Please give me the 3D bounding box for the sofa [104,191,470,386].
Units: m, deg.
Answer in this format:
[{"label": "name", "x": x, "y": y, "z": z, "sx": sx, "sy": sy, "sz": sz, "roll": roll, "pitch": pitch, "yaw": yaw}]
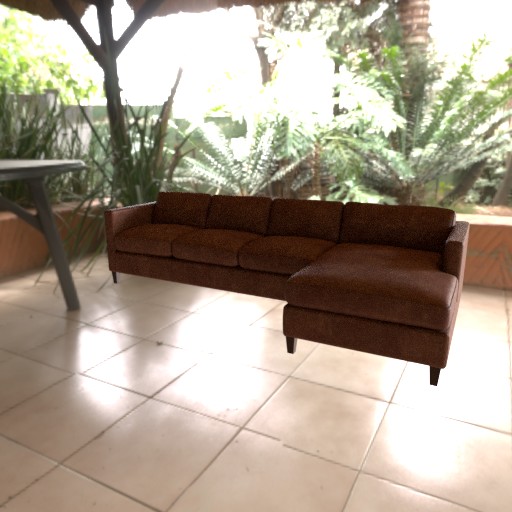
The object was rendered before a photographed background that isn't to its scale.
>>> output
[{"label": "sofa", "x": 0.000, "y": 0.000, "z": 3.793, "sx": 3.203, "sy": 0.883, "sz": 1.581, "roll": 7, "pitch": 16, "yaw": 26}]
